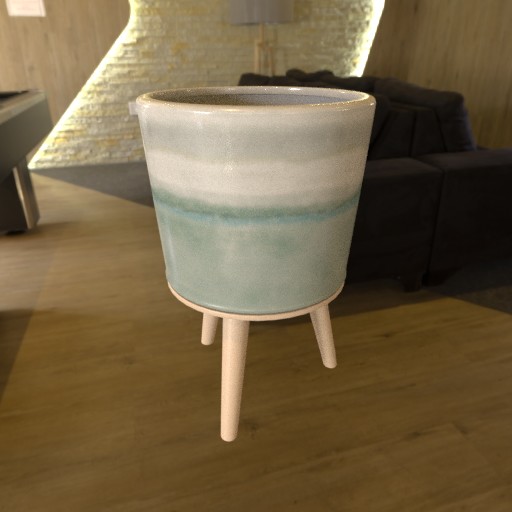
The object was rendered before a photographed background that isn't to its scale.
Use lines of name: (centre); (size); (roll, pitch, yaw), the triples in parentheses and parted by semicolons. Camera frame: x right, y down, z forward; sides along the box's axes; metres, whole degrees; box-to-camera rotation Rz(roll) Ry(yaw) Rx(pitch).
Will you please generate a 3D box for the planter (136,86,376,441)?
planter: (0.000, 0.000, 0.586); (0.265, 0.404, 0.265); (0, 25, 0)
